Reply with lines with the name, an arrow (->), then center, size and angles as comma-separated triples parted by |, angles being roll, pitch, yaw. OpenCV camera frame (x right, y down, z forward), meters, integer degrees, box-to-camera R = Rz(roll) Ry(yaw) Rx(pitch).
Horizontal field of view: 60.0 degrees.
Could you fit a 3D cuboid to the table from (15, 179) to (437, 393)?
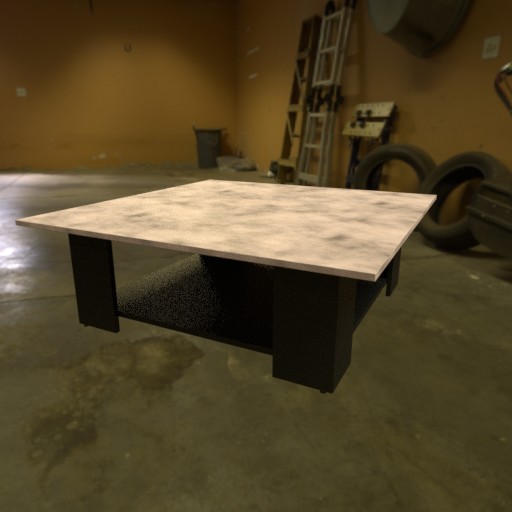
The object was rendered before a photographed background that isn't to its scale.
table -> 0.000, 0.000, 1.330 | 0.890, 0.305, 0.890 | 9, 19, 26
